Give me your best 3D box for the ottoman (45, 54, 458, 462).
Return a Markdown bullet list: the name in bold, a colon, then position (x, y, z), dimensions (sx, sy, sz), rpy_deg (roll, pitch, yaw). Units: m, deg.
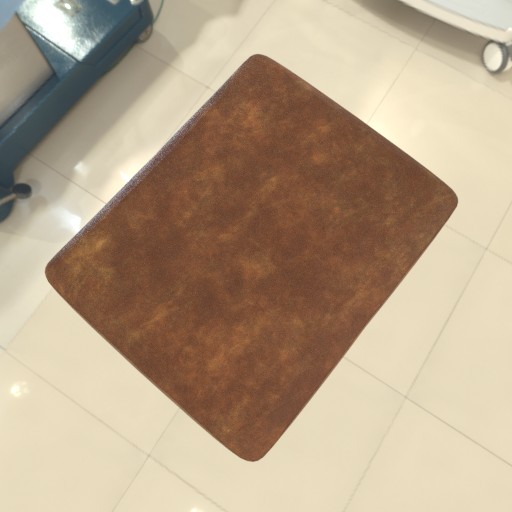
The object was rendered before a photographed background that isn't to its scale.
- **ottoman**: position (0.000, 0.000, 1.112), dimensions (0.603, 0.476, 0.751), rpy_deg (39, 79, 9)
